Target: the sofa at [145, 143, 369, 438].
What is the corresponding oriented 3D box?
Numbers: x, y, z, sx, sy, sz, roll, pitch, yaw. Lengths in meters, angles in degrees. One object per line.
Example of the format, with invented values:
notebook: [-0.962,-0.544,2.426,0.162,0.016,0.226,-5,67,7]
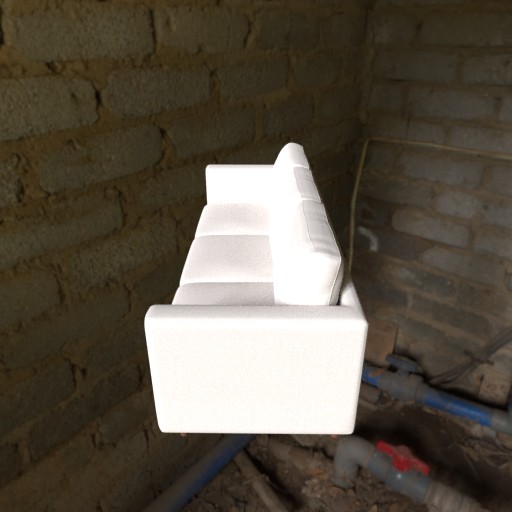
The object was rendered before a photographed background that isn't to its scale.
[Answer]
sofa: [0.000,0.000,2.517,0.802,0.912,2.029,0,27,1]
